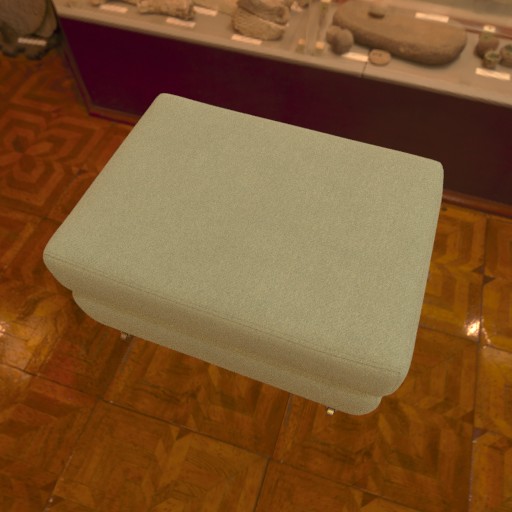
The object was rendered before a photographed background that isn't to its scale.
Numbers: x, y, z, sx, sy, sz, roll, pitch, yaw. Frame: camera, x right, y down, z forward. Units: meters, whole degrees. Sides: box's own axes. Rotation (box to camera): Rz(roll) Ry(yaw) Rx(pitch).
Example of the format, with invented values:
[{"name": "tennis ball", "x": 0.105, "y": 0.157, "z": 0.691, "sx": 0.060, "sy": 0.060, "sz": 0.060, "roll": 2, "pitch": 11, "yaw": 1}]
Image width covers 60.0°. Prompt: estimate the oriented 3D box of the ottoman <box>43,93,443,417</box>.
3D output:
[{"name": "ottoman", "x": 0.000, "y": 0.000, "z": 1.139, "sx": 0.773, "sy": 0.499, "sz": 0.569, "roll": 17, "pitch": 60, "yaw": 10}]
